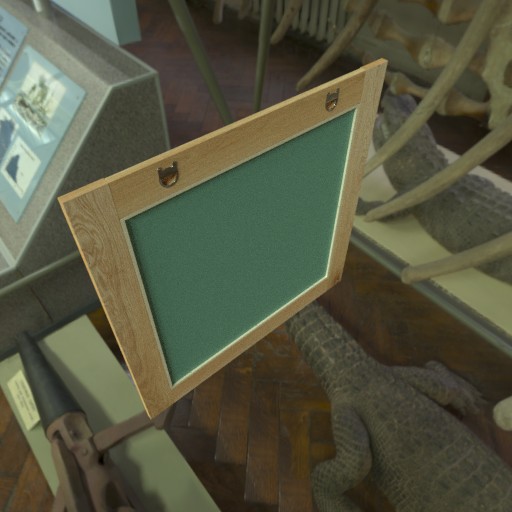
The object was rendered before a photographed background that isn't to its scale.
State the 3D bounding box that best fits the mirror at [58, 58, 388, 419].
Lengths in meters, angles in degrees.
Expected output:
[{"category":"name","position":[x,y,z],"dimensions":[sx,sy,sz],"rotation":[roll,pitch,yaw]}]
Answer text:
[{"category":"mirror","position":[0.000,0.000,1.157],"dimensions":[0.800,0.800,0.020],"rotation":[-32,54,-26]}]
